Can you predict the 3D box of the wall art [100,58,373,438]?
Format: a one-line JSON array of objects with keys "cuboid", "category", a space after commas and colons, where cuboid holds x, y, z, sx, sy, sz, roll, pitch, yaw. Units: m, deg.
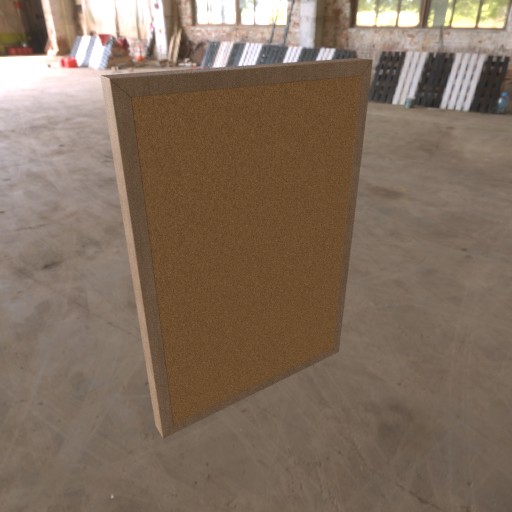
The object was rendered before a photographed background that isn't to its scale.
[{"cuboid": [0.000, 0.000, 0.643, 0.356, 0.509, 0.031, -18, 33, -29], "category": "wall art"}]
